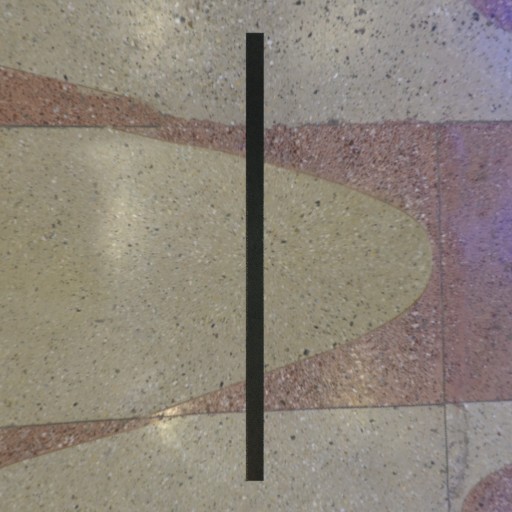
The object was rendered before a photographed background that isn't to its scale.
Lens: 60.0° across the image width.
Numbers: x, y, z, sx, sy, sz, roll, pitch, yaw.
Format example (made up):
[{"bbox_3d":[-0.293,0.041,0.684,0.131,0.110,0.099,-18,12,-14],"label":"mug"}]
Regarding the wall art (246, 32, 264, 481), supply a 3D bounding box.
[{"bbox_3d":[0.000,0.000,0.520,0.014,0.349,0.349,0,90,0],"label":"wall art"}]
